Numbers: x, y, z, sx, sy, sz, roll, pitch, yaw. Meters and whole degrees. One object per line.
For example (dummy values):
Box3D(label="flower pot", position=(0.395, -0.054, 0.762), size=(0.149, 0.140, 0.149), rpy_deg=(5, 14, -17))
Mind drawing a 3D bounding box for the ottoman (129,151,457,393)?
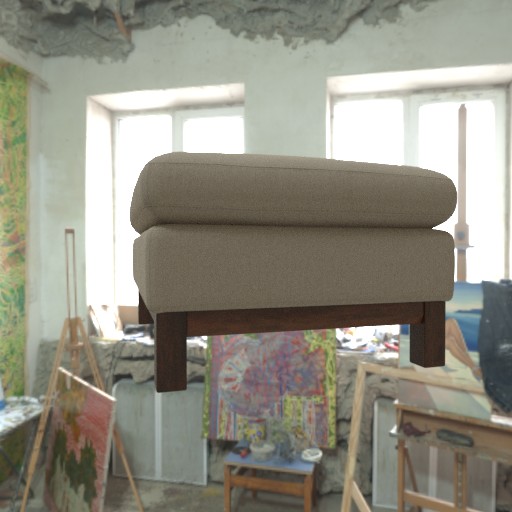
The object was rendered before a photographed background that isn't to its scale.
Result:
Box3D(label="ottoman", position=(0.000, 0.000, 1.114), size=(0.606, 0.420, 0.771), rpy_deg=(0, 1, -17))
